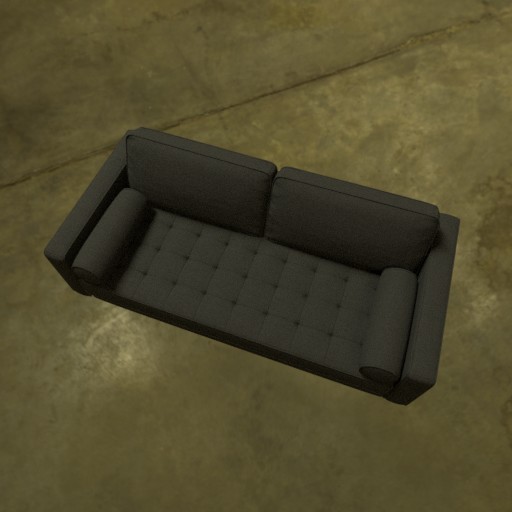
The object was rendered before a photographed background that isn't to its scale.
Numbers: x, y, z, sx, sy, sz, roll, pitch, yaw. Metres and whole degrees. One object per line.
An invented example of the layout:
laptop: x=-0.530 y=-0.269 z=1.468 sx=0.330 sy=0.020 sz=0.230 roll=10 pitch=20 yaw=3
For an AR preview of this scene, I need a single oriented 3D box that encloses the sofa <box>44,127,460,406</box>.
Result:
sofa: x=0.000 y=0.000 z=2.330 sx=1.875 sy=0.759 sz=0.914 roll=17 pitch=61 yaw=10
